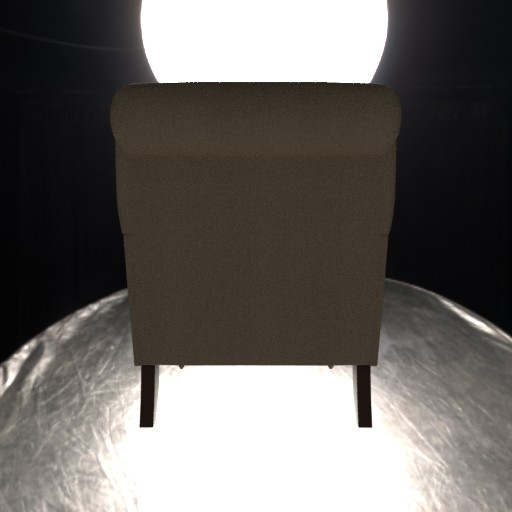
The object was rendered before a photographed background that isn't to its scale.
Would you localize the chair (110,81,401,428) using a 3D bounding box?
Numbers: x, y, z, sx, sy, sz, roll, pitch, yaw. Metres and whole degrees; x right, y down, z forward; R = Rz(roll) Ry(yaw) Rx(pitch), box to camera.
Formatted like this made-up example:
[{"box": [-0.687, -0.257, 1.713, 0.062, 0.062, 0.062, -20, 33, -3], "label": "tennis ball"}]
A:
[{"box": [0.000, 0.000, 1.517, 0.766, 0.944, 0.842, 0, 2, 0], "label": "chair"}]
